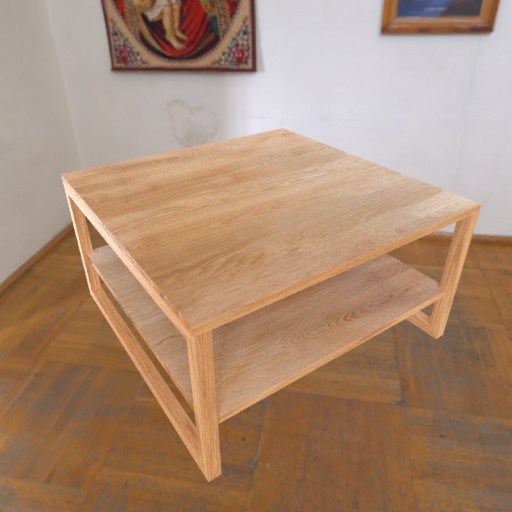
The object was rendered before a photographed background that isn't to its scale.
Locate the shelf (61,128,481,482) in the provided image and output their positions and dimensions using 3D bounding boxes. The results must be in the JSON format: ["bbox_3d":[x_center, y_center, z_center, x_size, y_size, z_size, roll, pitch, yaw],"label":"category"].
[{"bbox_3d":[0.000,0.000,1.451,0.899,0.480,0.899,-20,37,-29],"label":"shelf"}]
